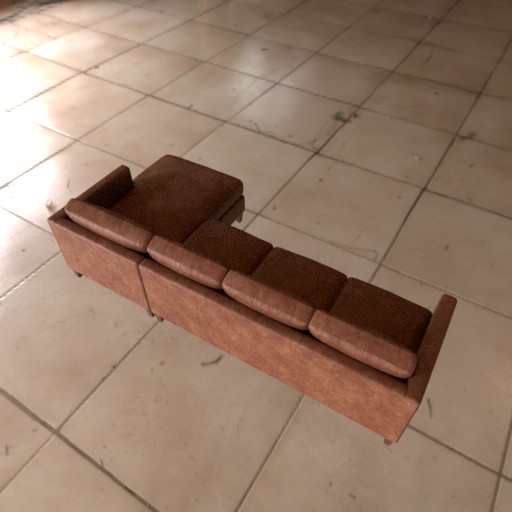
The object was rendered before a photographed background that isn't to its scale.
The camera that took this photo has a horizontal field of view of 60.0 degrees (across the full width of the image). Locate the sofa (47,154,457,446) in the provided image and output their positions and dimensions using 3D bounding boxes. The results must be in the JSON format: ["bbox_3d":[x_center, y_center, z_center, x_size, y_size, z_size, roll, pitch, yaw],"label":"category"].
[{"bbox_3d":[0.000,0.000,3.858,3.203,0.883,1.581,24,51,21],"label":"sofa"}]
